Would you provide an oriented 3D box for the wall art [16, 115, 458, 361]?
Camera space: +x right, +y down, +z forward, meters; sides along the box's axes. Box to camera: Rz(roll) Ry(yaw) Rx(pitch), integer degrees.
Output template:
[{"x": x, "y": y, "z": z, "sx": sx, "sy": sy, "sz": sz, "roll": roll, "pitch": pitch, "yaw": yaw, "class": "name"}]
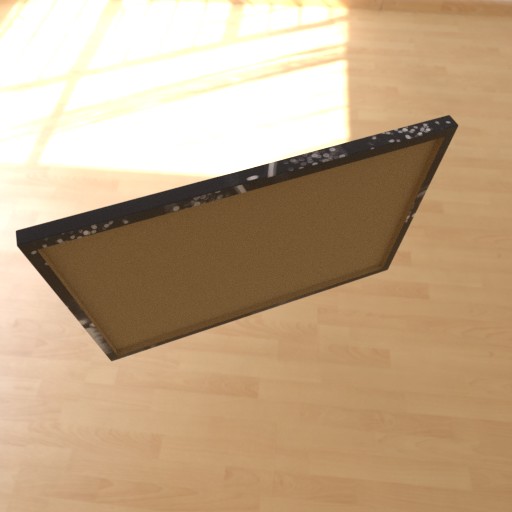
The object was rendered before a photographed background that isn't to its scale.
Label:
[{"x": 0.000, "y": 0.000, "z": 1.133, "sx": 0.914, "sy": 0.609, "sz": 0.038, "roll": -17, "pitch": 59, "yaw": -11, "class": "wall art"}]
